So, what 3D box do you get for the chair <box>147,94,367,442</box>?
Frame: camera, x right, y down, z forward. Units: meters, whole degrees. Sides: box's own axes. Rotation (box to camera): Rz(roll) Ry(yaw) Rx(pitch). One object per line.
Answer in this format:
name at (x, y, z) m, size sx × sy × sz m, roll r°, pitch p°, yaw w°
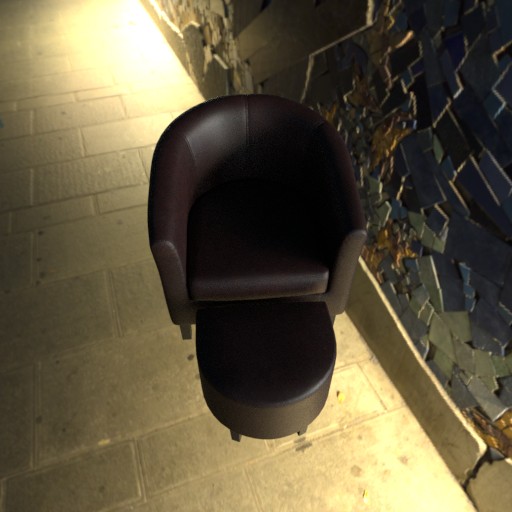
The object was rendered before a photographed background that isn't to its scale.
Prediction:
chair at (0.000, 0.000, 1.664) m, size 0.737 × 0.755 × 1.176 m, roll -3°, pitch 44°, yaw -3°
